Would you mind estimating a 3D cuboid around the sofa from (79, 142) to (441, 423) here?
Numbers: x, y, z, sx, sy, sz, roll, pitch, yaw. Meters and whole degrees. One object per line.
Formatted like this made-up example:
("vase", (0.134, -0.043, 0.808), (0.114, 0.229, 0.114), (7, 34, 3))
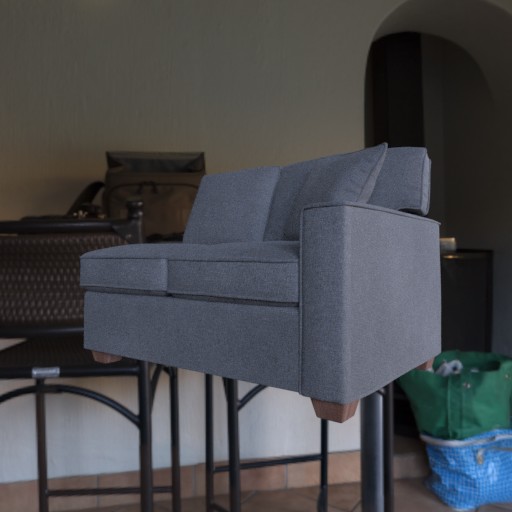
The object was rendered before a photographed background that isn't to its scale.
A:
("sofa", (0.000, 0.000, 2.036), (1.388, 0.989, 0.991), (0, -1, 38))
